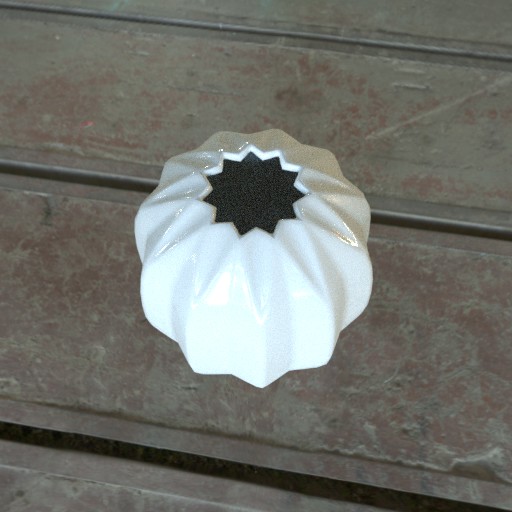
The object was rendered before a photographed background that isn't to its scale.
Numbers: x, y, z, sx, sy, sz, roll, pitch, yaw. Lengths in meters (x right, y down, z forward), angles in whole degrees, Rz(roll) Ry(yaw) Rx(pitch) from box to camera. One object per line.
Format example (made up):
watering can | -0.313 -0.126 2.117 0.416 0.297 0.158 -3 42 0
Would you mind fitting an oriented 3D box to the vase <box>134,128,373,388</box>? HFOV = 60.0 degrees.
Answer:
vase | 0.000 0.000 0.254 0.139 0.134 0.139 0 64 0
